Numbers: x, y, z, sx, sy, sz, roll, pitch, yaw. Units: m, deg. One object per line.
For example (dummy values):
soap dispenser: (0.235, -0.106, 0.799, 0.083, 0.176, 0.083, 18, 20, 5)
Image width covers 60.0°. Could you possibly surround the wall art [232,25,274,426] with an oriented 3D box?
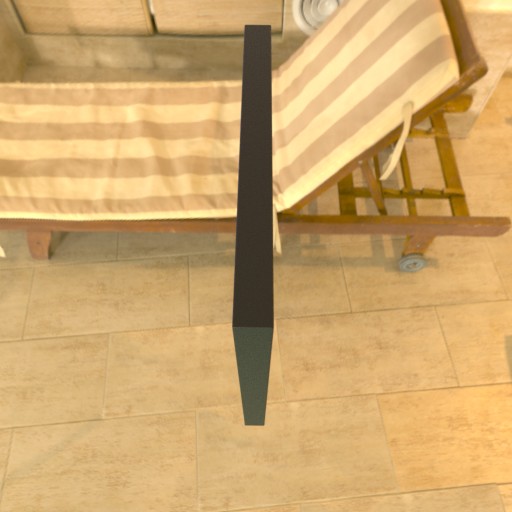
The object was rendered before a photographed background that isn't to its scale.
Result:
wall art: (0.000, 0.000, 0.537, 0.028, 0.381, 0.328, 1, 60, 0)
